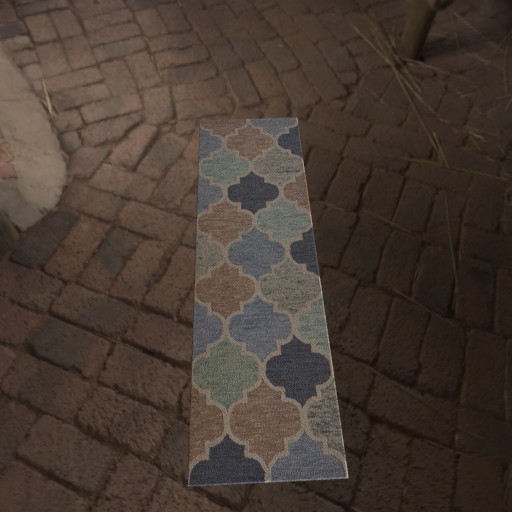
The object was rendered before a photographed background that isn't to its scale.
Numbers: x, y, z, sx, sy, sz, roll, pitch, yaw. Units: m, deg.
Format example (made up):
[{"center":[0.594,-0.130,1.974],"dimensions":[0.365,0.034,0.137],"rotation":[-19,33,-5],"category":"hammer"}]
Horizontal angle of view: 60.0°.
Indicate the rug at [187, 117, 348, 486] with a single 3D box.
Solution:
[{"center":[0.000,0.000,2.501],"dimensions":[0.687,0.011,2.287],"rotation":[-2,57,-1],"category":"rug"}]
